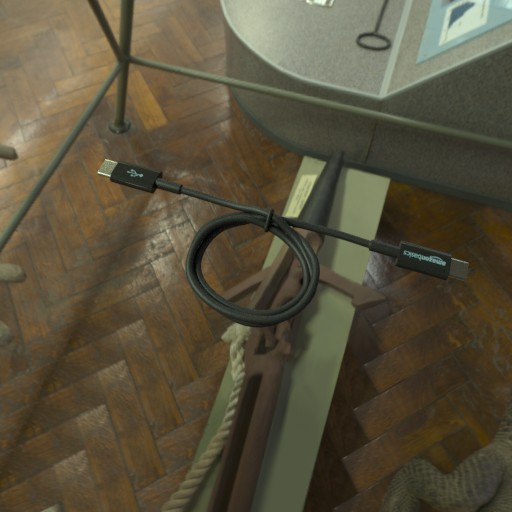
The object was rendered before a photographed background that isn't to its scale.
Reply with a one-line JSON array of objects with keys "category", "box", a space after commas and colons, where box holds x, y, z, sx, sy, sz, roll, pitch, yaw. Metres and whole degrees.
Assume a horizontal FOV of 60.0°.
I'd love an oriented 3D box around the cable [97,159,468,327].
[{"category": "cable", "box": [0.000, 0.000, 0.221, 0.203, 0.014, 0.070, 17, 63, 9]}]
